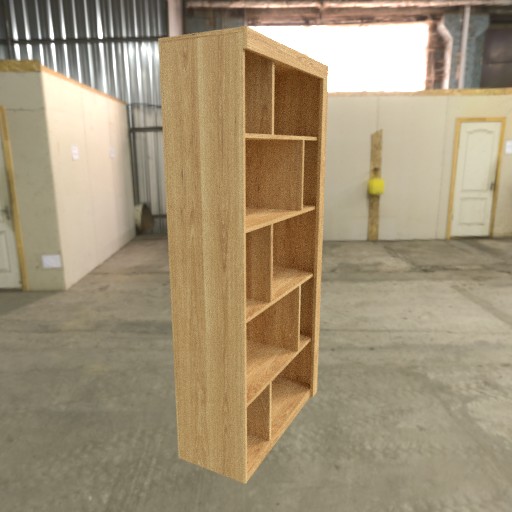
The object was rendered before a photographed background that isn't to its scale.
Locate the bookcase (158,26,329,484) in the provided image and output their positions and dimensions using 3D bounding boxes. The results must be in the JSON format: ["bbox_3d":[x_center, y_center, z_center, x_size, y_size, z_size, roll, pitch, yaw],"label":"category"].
[{"bbox_3d":[0.000,0.000,2.395,0.420,2.020,0.950,7,16,27],"label":"bookcase"}]
